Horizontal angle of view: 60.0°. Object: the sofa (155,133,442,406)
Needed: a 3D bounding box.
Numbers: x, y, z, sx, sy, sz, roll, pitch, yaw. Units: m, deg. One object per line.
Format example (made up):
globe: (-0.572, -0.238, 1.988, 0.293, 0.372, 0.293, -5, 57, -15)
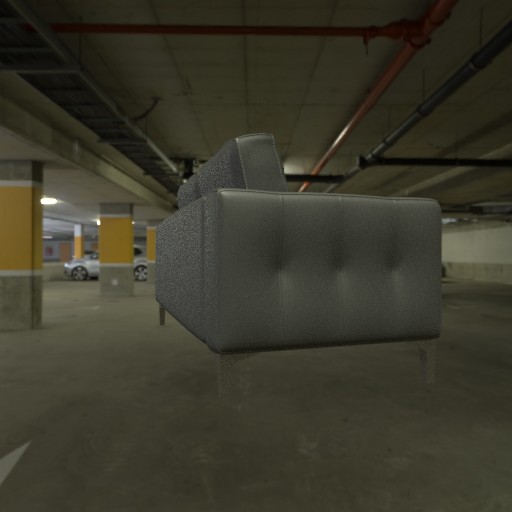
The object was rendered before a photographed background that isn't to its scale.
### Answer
sofa: (0.000, 0.000, 2.215, 0.833, 0.892, 1.726, 0, 0, -19)
